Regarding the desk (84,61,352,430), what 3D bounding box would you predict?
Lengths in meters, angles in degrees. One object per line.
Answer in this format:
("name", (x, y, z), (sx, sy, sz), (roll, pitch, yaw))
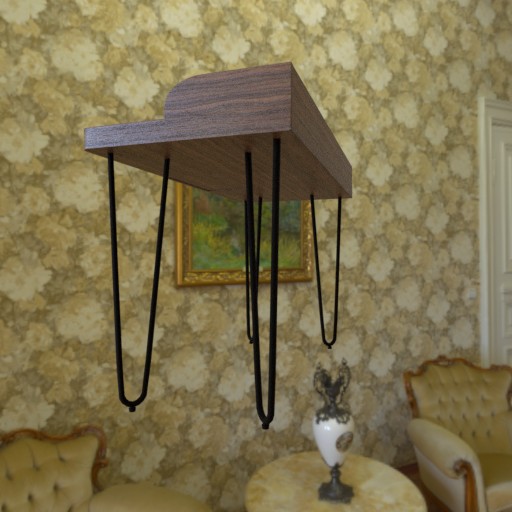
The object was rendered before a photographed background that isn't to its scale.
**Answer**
("desk", (0.000, 0.000, 1.630), (0.565, 0.854, 1.200), (0, 0, 18))
